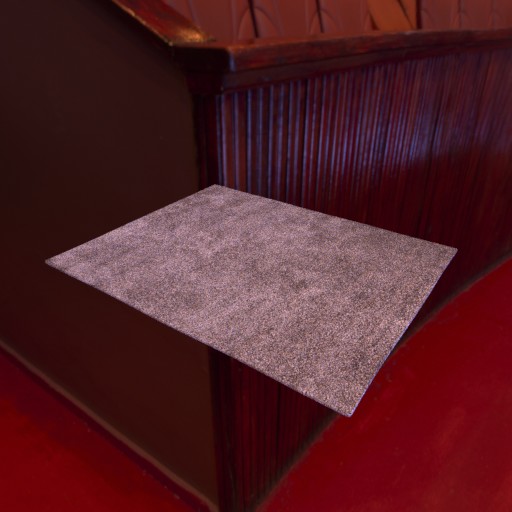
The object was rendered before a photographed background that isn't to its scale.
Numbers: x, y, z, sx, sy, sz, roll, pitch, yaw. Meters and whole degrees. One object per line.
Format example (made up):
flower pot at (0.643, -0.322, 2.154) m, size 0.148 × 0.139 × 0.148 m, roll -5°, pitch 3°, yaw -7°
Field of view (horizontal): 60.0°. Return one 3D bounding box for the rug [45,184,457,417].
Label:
rug at (0.000, 0.000, 4.114) m, size 3.000 × 0.025 × 2.401 m, roll 19°, pitch 35°, yaw 30°
